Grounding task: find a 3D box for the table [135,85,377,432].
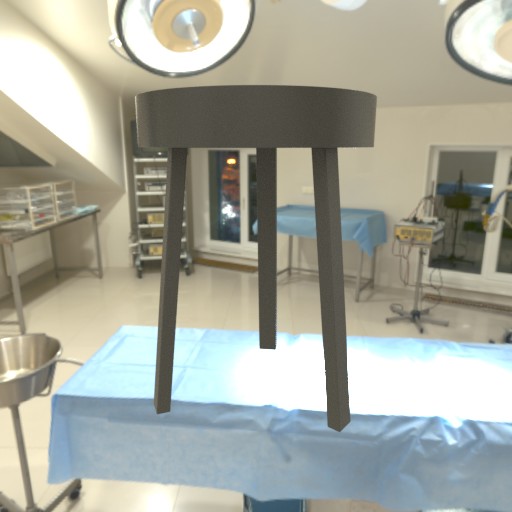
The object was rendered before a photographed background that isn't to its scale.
[{"bbox_3d":[0.000,0.000,0.838,0.406,0.559,0.406,0,14,0],"label":"table"}]
